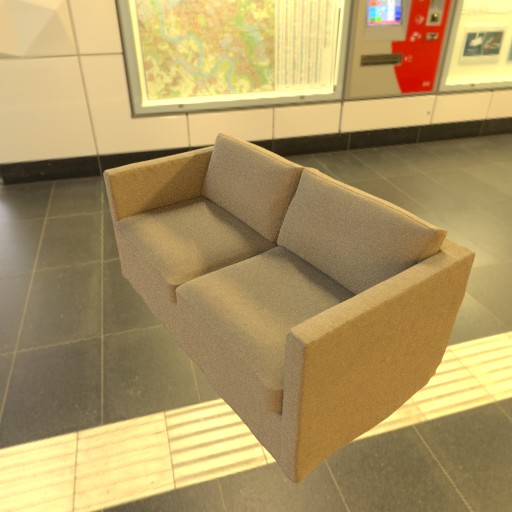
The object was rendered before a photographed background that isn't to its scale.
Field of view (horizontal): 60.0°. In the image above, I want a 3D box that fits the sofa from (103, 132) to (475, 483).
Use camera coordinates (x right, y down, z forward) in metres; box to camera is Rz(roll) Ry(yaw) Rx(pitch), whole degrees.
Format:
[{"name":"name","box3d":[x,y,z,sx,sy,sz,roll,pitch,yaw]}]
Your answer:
[{"name":"sofa","box3d":[0.000,0.000,2.284,0.956,0.828,1.766,-21,38,-30]}]
